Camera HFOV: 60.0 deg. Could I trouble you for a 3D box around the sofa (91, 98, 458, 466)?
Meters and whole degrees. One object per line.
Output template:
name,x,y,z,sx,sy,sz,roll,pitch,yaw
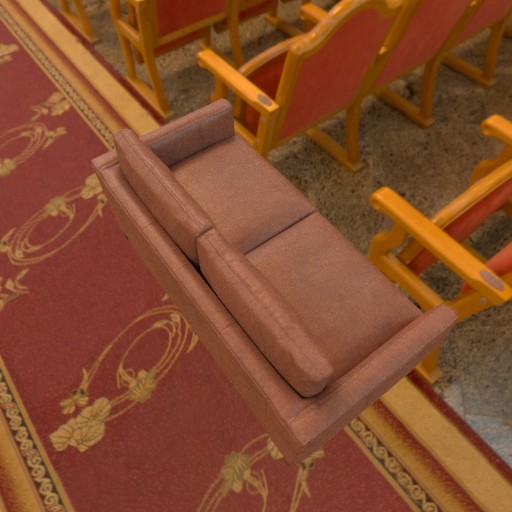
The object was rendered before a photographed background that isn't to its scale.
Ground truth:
sofa,0.000,0.000,2.296,0.899,0.883,1.797,-33,63,-19
